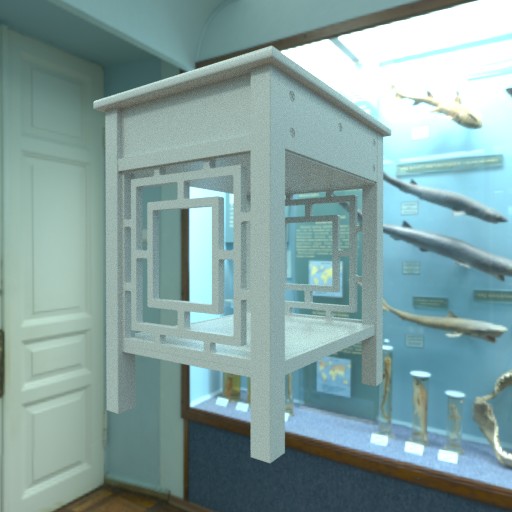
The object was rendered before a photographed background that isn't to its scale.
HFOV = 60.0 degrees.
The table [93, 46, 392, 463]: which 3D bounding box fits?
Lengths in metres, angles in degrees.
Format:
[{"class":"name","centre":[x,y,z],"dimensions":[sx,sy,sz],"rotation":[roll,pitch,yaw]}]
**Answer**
[{"class":"table","centre":[0.000,0.000,1.031],"dimensions":[0.451,0.646,0.564],"rotation":[1,1,35]}]
